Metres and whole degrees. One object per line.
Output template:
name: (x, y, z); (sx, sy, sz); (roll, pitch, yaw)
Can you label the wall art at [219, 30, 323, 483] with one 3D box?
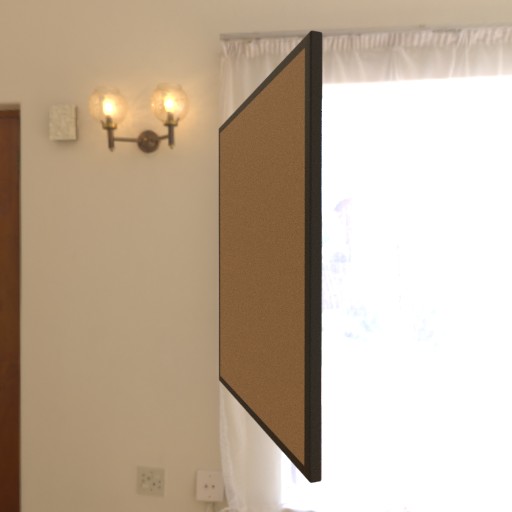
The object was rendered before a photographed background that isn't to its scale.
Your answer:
wall art: (0.000, 0.000, 0.798); (0.018, 0.582, 0.481); (0, 1, -19)
